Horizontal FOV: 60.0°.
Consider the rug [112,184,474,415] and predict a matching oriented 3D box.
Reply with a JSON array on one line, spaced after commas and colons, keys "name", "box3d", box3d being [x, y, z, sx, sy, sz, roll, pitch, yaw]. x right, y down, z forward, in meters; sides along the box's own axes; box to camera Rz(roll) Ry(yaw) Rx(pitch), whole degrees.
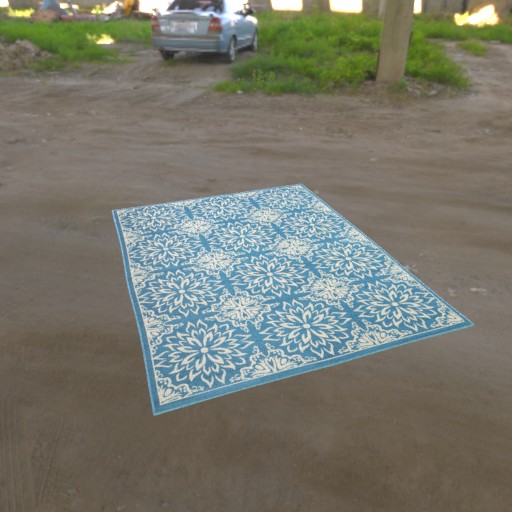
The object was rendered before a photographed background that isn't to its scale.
[{"name": "rug", "box3d": [0.000, 0.000, 4.112, 2.350, 0.018, 2.964, -11, 33, -17]}]
